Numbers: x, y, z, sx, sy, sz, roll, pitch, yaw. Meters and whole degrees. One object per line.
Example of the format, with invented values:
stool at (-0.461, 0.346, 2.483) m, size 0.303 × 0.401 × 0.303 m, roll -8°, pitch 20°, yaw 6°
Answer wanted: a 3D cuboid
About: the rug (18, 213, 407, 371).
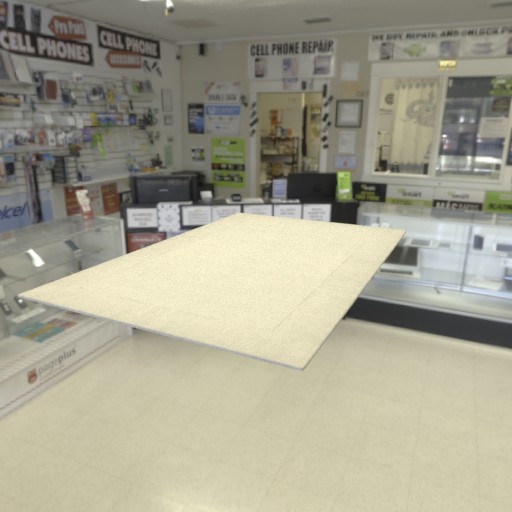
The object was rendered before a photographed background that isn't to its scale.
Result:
rug at (0.000, 0.000, 2.287) m, size 1.219 × 0.013 × 1.829 m, roll 8°, pitch 19°, yaw 25°
